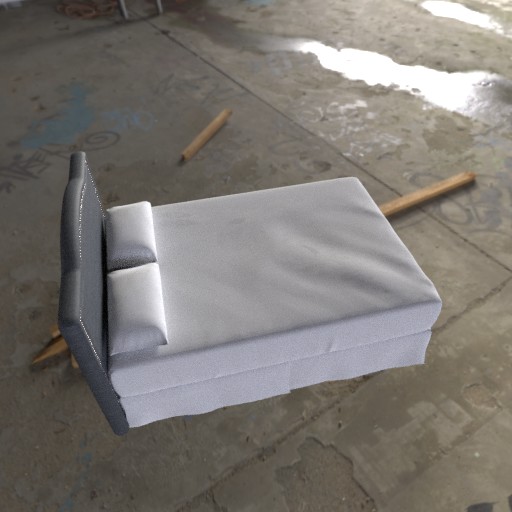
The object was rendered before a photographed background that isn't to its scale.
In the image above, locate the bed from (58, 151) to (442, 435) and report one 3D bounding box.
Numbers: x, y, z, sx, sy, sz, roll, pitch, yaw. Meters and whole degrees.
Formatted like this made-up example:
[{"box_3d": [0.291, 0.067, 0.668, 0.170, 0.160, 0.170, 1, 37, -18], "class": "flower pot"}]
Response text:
[{"box_3d": [0.000, 0.000, 3.482, 2.507, 1.441, 1.747, -10, 47, -10], "class": "bed"}]
